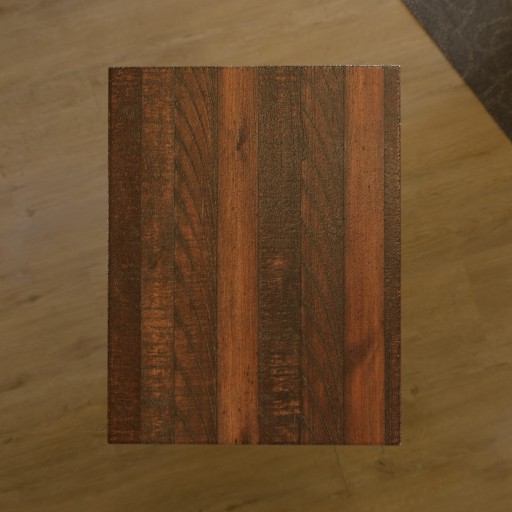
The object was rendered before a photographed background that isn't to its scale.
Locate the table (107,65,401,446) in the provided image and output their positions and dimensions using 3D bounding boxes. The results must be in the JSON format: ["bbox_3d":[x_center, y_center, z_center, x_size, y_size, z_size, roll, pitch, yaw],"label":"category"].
[{"bbox_3d":[0.000,0.000,1.098,0.524,0.612,0.678,0,90,1],"label":"table"}]
